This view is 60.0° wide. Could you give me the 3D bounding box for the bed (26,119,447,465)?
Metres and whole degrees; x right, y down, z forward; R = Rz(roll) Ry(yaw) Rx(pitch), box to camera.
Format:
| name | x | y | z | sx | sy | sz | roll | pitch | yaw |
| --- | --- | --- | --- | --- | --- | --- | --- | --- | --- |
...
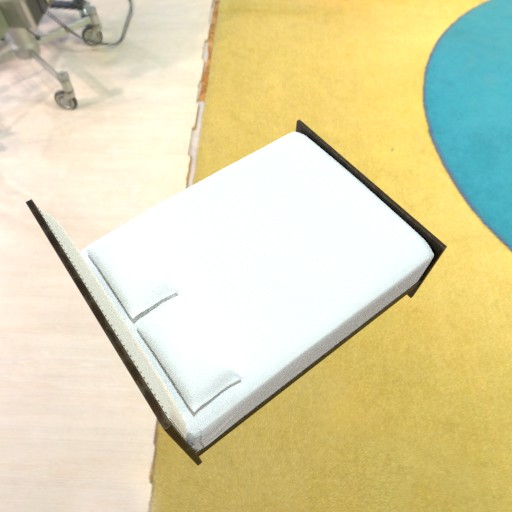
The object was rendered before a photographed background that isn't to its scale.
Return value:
| name | x | y | z | sx | sy | sz | roll | pitch | yaw |
| --- | --- | --- | --- | --- | --- | --- | --- | --- | --- |
| bed | 0.000 | 0.000 | 3.206 | 2.221 | 1.313 | 1.607 | -33 | 64 | -18 |
